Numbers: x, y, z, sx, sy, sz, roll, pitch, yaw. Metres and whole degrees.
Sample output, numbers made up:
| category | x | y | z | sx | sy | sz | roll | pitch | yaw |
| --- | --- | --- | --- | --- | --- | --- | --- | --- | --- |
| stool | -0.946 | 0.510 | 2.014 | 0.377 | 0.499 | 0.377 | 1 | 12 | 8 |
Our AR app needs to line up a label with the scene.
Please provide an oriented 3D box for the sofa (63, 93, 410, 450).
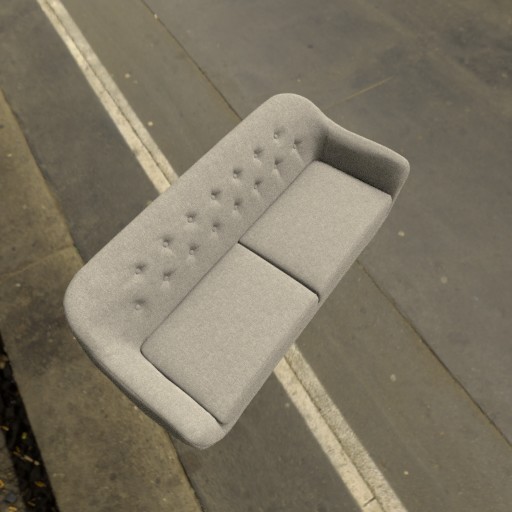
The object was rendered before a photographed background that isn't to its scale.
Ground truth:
| category | x | y | z | sx | sy | sz | roll | pitch | yaw |
| --- | --- | --- | --- | --- | --- | --- | --- | --- | --- |
| sofa | 0.000 | 0.000 | 2.311 | 0.820 | 0.820 | 1.840 | 33 | 64 | 18 |
